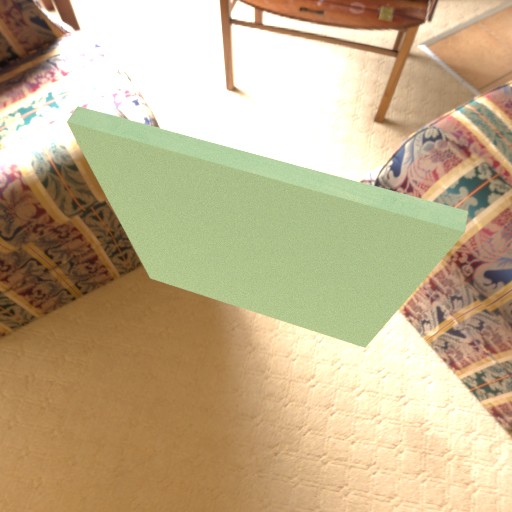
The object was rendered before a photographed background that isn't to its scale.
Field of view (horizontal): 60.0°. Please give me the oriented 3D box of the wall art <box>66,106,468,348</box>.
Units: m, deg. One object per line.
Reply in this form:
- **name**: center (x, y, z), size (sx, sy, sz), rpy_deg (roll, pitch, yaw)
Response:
- **wall art**: center (0.000, 0.000, 0.913), size (0.603, 0.603, 0.036), rpy_deg (17, 65, 8)
